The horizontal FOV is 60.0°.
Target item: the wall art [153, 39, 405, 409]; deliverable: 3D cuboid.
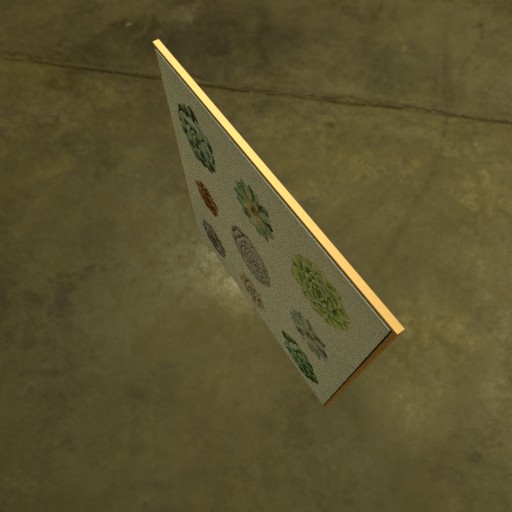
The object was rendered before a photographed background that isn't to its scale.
[{"bbox_3d":[0.000,0.000,0.974,0.014,0.655,0.657,-31,67,-15],"label":"wall art"}]
